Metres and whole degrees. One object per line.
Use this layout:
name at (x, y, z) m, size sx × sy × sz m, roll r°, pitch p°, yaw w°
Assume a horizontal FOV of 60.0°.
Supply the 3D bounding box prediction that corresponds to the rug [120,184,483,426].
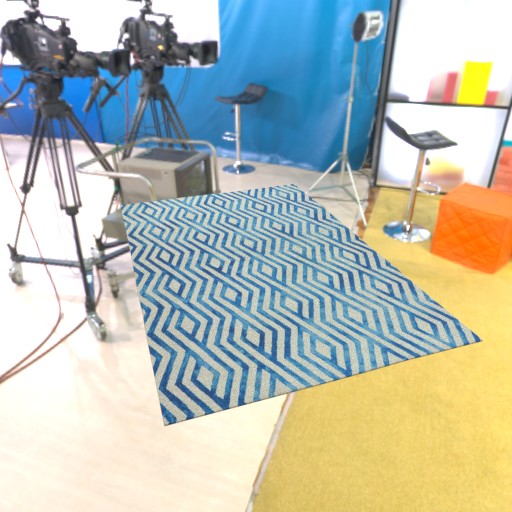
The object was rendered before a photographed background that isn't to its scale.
rug at (0.000, 0.000, 2.284) m, size 1.225 × 0.008 × 1.830 m, roll -10°, pitch 31°, yaw -17°
